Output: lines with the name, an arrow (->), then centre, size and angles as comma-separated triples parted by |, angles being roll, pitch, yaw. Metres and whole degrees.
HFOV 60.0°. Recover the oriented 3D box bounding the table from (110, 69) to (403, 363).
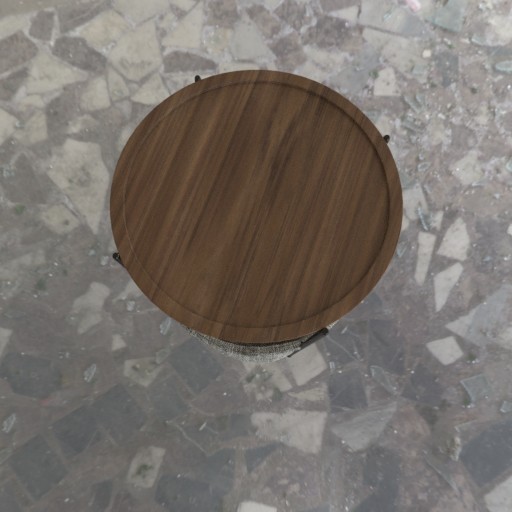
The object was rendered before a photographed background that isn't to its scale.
table -> 0.000, 0.000, 0.884 | 0.400, 0.623, 0.400 | 19, 76, 5
